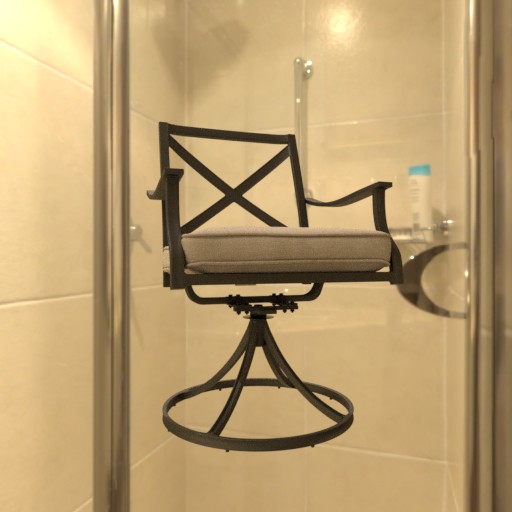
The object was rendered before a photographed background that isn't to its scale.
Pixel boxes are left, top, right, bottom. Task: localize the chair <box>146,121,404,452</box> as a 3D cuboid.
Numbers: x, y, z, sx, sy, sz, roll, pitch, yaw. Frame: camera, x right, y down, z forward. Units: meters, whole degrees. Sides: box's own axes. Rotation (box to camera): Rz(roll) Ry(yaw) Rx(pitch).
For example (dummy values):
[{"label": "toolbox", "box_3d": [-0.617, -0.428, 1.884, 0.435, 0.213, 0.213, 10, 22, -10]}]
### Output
[{"label": "chair", "box_3d": [0.000, 0.000, 1.270, 0.575, 0.889, 0.620, 0, 0, -18]}]
